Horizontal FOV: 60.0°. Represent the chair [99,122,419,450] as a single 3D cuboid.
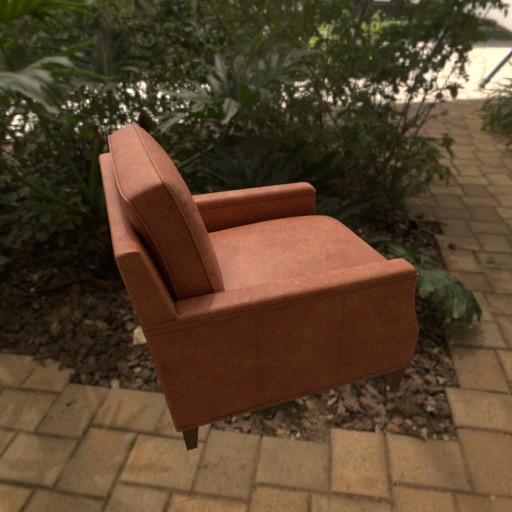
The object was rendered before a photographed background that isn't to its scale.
[{"bbox_3d":[0.000,0.000,1.709,1.014,0.943,0.853,-10,32,-17],"label":"chair"}]
